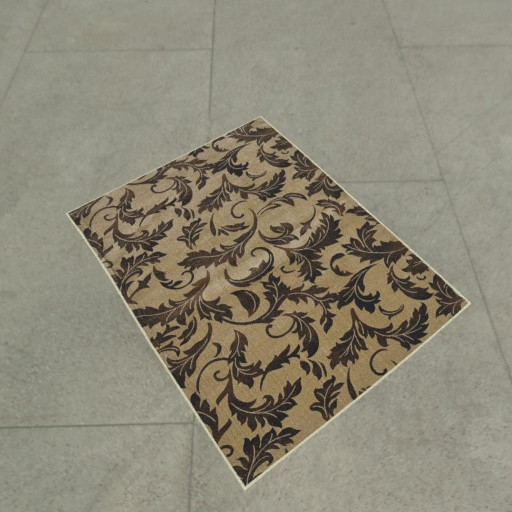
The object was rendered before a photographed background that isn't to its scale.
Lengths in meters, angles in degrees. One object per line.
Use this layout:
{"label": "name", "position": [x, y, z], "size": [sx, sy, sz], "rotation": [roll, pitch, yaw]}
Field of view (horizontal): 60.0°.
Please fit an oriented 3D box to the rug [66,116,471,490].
{"label": "rug", "position": [0.000, 0.000, 4.018], "size": [2.380, 0.008, 2.977], "rotation": [-32, 63, -19]}
